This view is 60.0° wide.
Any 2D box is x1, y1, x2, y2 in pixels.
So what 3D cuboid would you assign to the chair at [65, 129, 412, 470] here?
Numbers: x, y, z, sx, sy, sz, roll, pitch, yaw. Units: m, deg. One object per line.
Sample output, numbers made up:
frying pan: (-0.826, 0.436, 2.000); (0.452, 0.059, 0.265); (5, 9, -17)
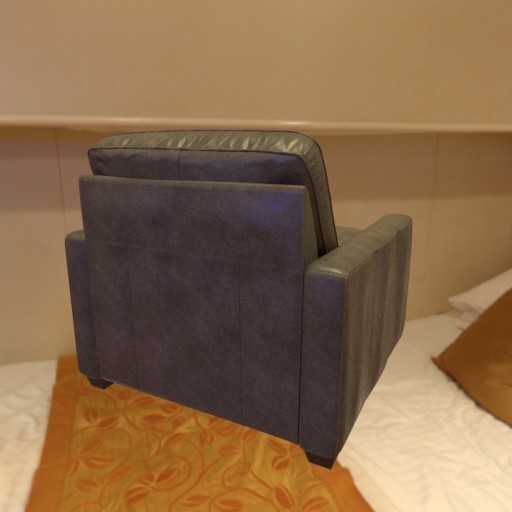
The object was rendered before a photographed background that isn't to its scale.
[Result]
chair: (0.000, 0.000, 1.688); (1.006, 0.916, 0.939); (8, 16, 27)
